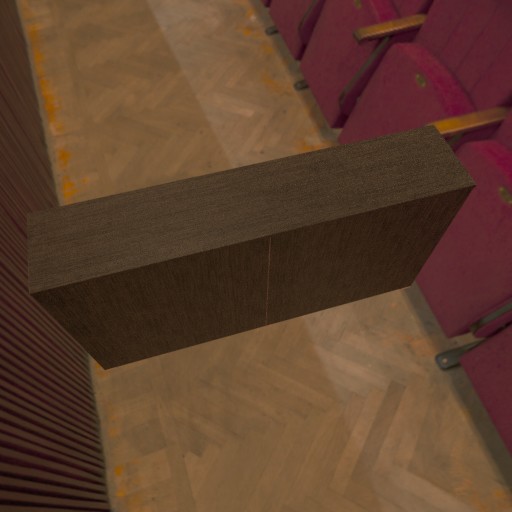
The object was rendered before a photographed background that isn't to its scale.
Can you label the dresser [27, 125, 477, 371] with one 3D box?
[{"bbox_3d":[0.000,0.000,1.880,1.535,0.790,0.333,-14,60,-8],"label":"dresser"}]
